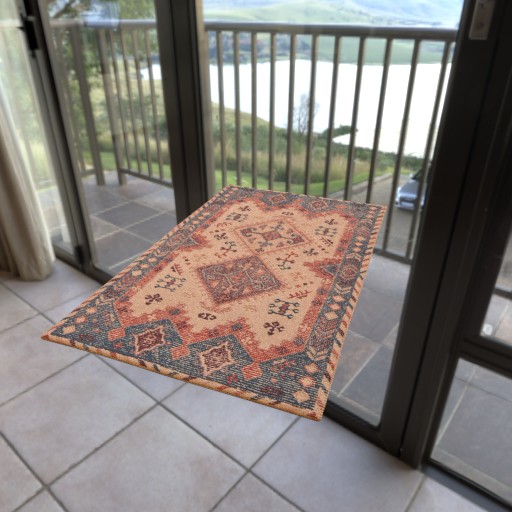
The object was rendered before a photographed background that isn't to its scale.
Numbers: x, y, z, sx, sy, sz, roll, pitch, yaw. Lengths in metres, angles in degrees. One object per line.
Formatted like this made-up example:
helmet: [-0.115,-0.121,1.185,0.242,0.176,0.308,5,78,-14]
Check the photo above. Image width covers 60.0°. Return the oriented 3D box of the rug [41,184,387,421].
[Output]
rug: [0.000,0.000,3.111,1.521,0.023,2.464,11,31,18]
